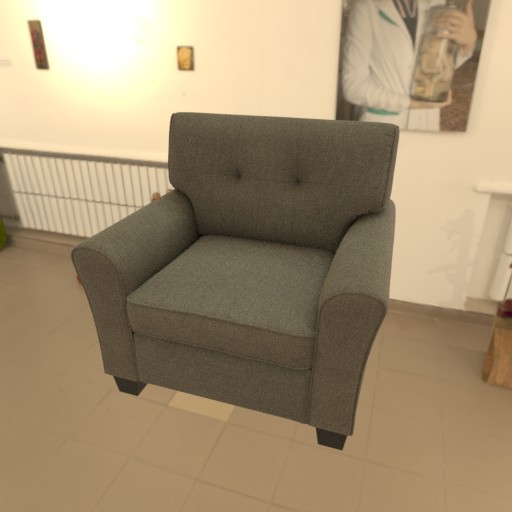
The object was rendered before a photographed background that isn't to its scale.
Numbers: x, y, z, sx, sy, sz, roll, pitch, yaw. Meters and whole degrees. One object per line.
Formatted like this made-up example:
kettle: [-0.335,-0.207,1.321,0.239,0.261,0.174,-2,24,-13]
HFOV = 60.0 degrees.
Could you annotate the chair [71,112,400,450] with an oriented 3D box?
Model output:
chair: [0.000,0.000,1.591,0.941,0.890,0.816,8,27,17]
